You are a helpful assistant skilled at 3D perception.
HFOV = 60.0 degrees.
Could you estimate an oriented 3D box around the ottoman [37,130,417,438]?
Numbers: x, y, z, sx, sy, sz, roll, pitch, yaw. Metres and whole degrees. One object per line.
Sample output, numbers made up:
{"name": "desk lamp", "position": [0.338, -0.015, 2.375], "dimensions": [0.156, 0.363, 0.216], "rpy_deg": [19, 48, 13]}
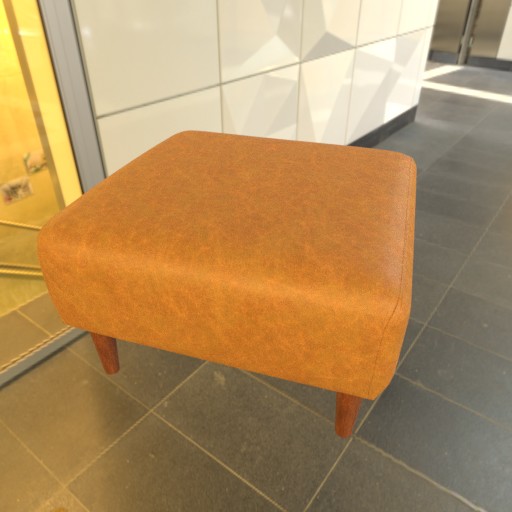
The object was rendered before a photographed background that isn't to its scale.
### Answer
{"name": "ottoman", "position": [0.000, 0.000, 1.024], "dimensions": [0.650, 0.399, 0.650], "rpy_deg": [10, 35, 15]}
